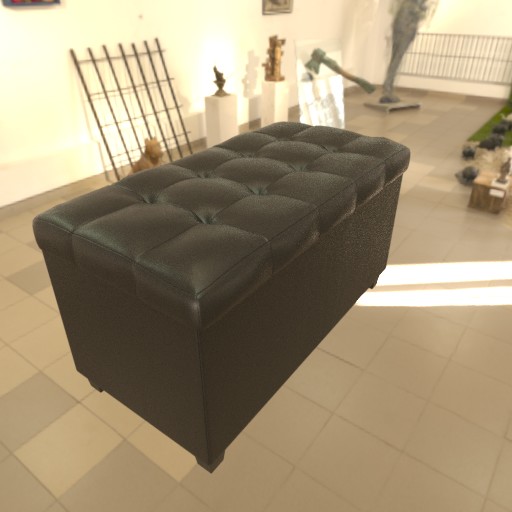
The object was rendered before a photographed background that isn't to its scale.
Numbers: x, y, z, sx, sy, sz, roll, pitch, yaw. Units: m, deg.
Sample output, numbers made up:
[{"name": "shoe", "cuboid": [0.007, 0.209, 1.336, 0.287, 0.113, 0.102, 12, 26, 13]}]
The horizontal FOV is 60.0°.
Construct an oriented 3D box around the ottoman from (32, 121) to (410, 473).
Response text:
[{"name": "ottoman", "cuboid": [0.000, 0.000, 1.089, 0.432, 0.470, 0.838, 21, 37, 30]}]
